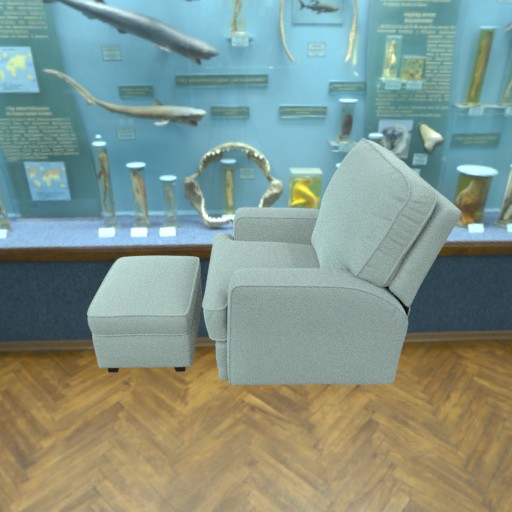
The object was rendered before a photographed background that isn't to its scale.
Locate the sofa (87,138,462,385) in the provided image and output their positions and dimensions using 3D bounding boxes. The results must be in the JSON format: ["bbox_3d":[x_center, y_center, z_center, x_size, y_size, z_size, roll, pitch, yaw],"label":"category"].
[{"bbox_3d":[0.000,0.000,2.067,1.472,0.959,0.861,0,27,-1],"label":"sofa"}]
